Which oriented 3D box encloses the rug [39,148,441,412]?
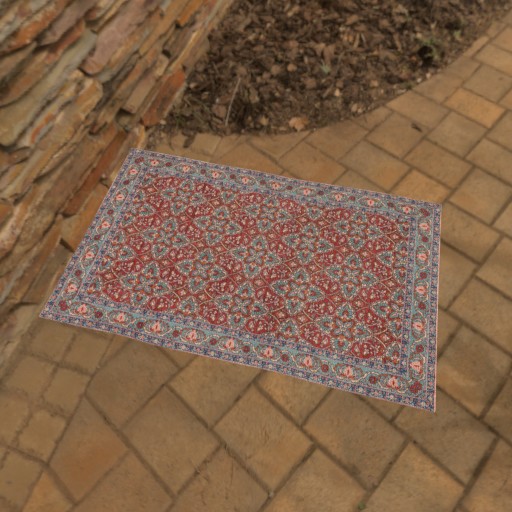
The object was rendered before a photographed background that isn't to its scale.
[{"bbox_3d":[0.000,0.000,3.028,2.439,0.011,1.533,12,59,7],"label":"rug"}]
